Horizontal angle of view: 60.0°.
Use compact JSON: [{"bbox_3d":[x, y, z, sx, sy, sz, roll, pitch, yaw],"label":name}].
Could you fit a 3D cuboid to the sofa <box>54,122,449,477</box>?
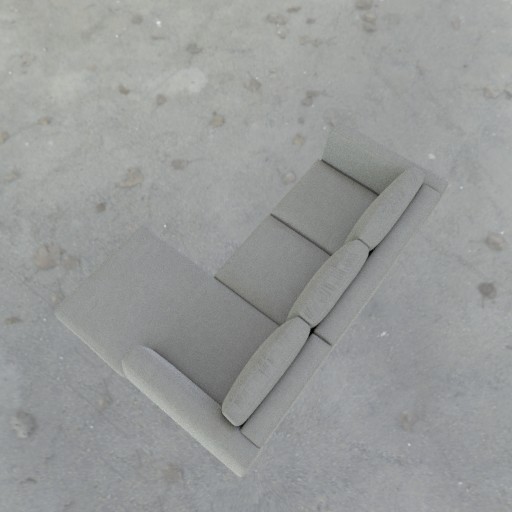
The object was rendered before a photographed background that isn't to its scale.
[{"bbox_3d":[0.000,0.000,3.060,1.580,0.860,2.300,35,69,16],"label":"sofa"}]
